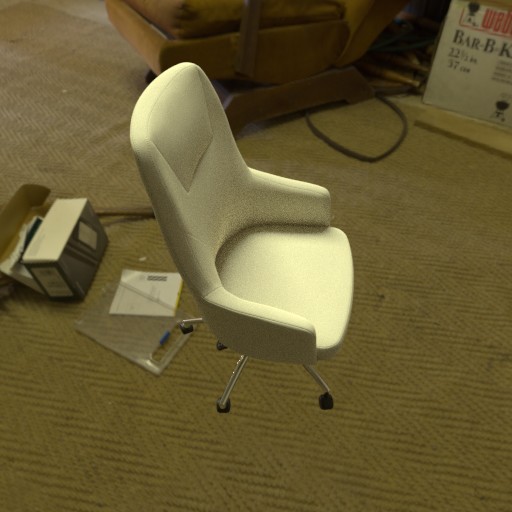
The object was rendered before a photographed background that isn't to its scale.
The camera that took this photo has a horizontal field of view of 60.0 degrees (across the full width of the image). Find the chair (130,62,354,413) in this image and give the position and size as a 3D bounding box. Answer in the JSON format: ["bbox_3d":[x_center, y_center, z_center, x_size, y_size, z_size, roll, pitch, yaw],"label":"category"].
[{"bbox_3d":[0.000,0.000,1.399,0.640,1.049,0.620,8,47,7],"label":"chair"}]
